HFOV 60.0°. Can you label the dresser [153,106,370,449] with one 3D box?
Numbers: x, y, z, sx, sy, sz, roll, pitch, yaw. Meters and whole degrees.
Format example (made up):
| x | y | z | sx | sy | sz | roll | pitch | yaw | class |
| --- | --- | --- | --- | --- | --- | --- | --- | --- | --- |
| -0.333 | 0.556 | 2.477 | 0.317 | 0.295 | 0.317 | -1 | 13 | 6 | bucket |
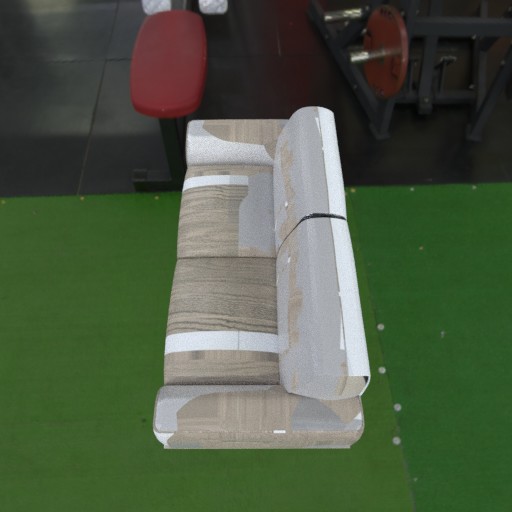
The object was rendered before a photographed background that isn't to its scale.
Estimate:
| x | y | z | sx | sy | sz | roll | pitch | yaw | class |
| --- | --- | --- | --- | --- | --- | --- | --- | --- | --- |
| 0.000 | 0.000 | 5.949 | 2.251 | 1.863 | 4.679 | 0 | 58 | 0 | dresser |
